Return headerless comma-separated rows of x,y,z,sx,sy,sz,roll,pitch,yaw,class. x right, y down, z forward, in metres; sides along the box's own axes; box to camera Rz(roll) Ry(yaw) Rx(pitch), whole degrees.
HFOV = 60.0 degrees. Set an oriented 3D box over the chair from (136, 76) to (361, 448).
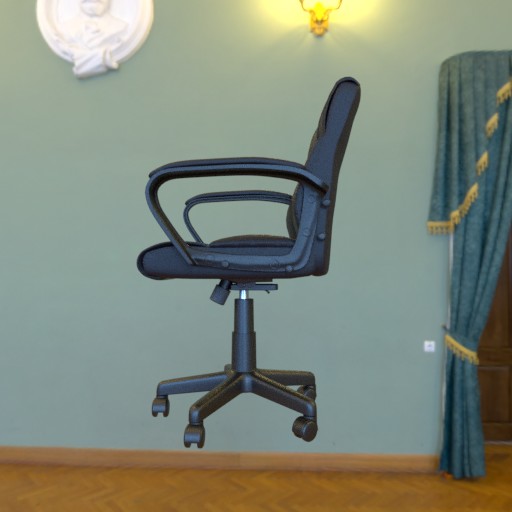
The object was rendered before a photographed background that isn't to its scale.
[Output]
0.000,0.000,1.396,0.641,0.998,0.576,0,-1,1,chair
